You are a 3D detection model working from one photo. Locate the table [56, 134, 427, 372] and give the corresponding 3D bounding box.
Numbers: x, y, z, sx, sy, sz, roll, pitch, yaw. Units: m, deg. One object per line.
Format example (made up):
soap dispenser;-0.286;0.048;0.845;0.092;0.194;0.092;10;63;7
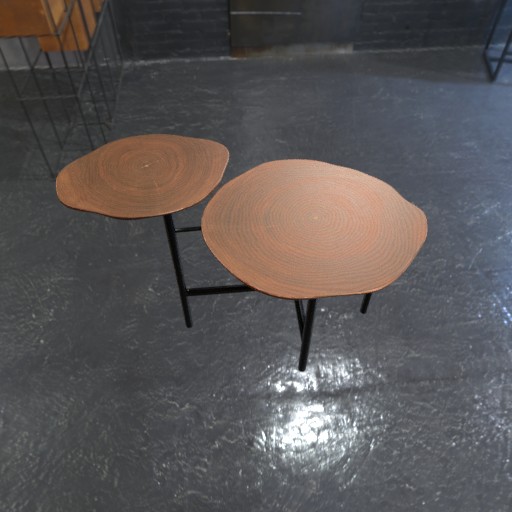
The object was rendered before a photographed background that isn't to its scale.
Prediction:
table;0.000;0.000;1.067;0.759;0.538;0.442;-3;48;-3
